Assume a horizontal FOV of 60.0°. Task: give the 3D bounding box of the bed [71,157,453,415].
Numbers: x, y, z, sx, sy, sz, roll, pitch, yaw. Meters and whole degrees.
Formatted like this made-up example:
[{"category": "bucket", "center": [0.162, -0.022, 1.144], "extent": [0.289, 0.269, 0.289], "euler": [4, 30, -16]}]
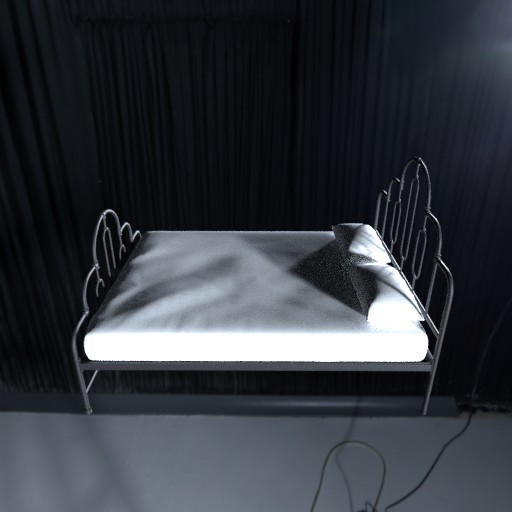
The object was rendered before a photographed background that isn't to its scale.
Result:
[{"category": "bed", "center": [0.000, 0.000, 3.210], "extent": [2.163, 1.429, 1.640], "euler": [0, 26, 0]}]
